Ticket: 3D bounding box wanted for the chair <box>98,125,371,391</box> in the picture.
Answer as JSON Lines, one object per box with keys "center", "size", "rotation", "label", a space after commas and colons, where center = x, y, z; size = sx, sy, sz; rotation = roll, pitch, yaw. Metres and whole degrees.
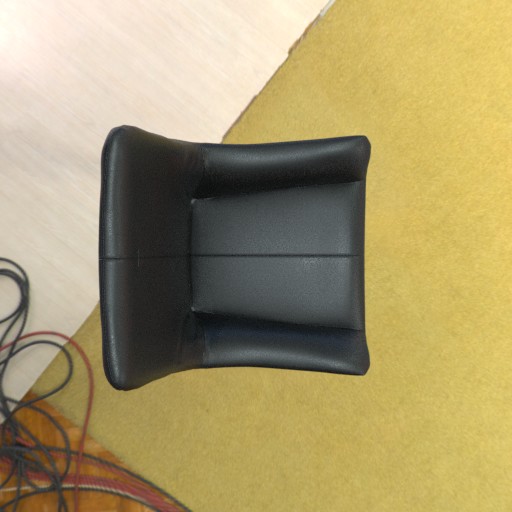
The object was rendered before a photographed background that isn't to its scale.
{"center": [0.000, 0.000, 1.549], "size": [0.826, 0.922, 0.836], "rotation": [0, 91, 0], "label": "chair"}
